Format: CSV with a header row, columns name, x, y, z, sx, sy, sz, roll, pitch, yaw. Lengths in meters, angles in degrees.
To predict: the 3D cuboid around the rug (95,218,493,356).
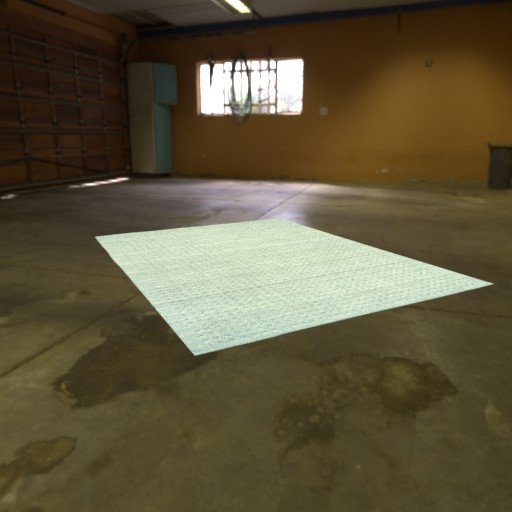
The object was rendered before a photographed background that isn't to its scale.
name,x,y,z,sx,sy,sz,roll,pitch,yaw
rug,0.000,0.000,4.200,2.443,0.007,3.200,-8,17,-27
